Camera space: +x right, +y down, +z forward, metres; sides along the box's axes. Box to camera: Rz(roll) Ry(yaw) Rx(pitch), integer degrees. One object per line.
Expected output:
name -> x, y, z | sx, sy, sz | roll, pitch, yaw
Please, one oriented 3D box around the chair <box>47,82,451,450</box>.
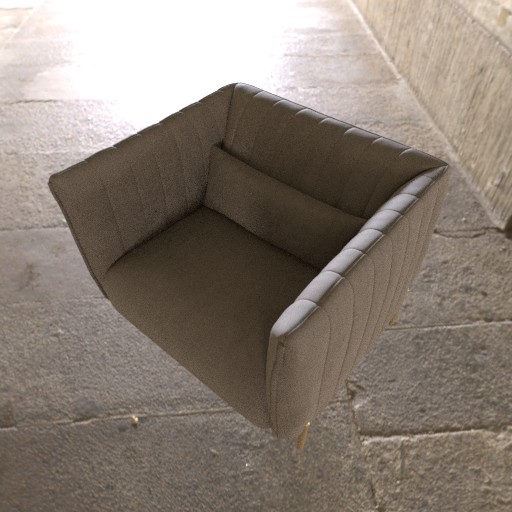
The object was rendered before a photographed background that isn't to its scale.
chair -> 0.000, 0.000, 1.602 | 0.981, 0.779, 0.873 | 31, 54, 26
